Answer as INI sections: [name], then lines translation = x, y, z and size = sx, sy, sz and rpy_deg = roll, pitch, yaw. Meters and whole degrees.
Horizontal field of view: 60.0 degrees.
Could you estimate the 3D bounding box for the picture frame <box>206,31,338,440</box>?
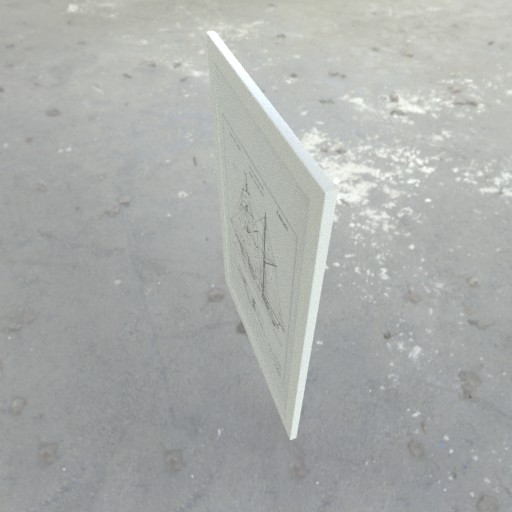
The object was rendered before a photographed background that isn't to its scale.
[picture frame]
translation = 0.000, 0.000, 0.688
size = 0.012, 0.534, 0.381
rpy_deg = -14, 48, -13
